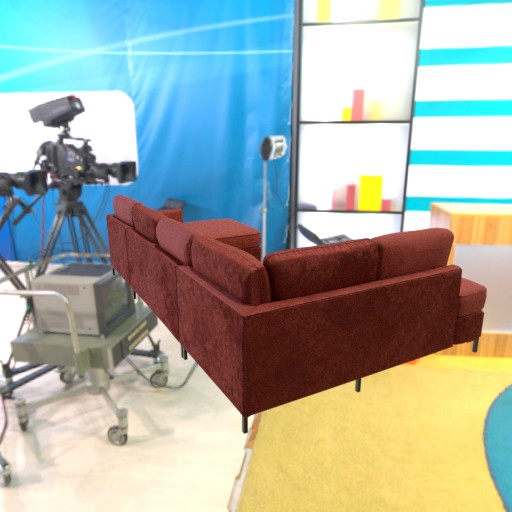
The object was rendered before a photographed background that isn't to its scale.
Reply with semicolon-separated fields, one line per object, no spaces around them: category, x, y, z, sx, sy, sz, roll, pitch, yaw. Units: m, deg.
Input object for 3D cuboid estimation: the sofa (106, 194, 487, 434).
sofa;0.000;0.000;4.225;2.055;0.992;3.434;-9;18;-28
